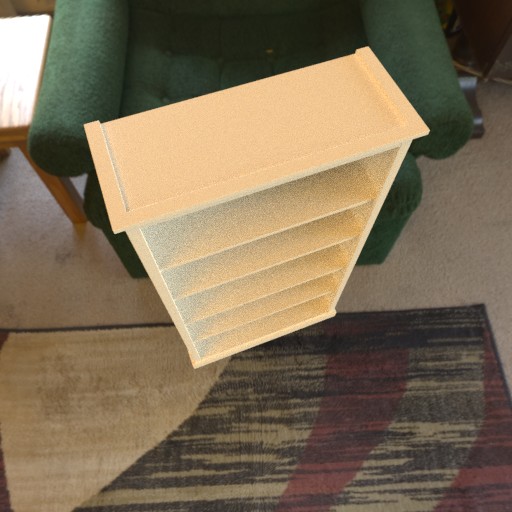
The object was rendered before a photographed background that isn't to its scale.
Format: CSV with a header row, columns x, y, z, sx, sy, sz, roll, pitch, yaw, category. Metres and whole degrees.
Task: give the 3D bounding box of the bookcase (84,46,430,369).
x,y,z,sx,sy,sz,roll,pitch,yaw,category
0.000,0.000,2.291,1.050,1.880,0.432,-19,65,-9,bookcase
